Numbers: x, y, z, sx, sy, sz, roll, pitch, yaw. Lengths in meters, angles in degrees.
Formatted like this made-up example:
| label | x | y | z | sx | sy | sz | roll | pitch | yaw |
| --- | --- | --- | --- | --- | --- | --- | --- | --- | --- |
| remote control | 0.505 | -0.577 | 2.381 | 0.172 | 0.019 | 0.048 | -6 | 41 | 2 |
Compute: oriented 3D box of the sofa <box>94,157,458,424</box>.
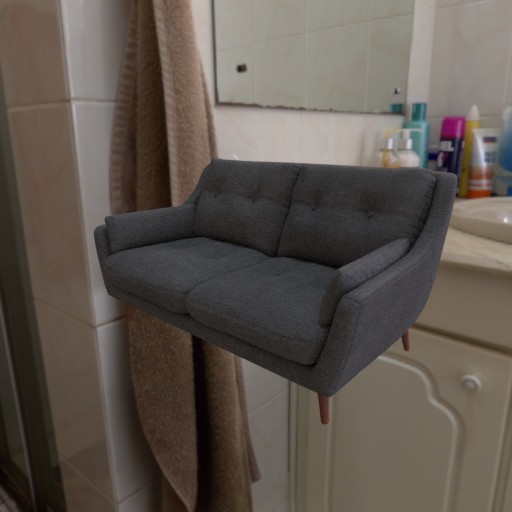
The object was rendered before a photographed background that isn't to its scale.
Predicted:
| label | x | y | z | sx | sy | sz | roll | pitch | yaw |
| --- | --- | --- | --- | --- | --- | --- | --- | --- | --- |
| sofa | 0.000 | 0.000 | 2.189 | 1.646 | 0.887 | 0.976 | 14 | 20 | 42 |
